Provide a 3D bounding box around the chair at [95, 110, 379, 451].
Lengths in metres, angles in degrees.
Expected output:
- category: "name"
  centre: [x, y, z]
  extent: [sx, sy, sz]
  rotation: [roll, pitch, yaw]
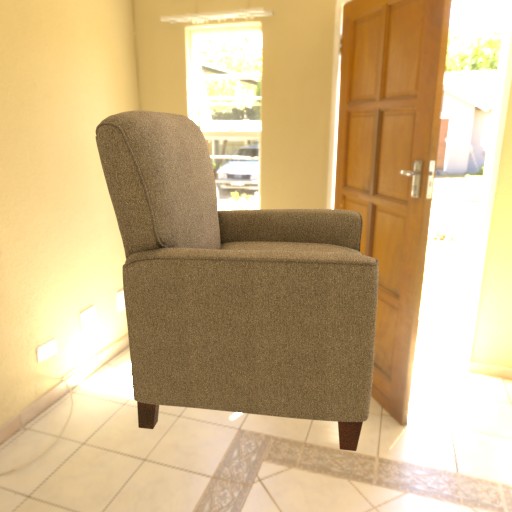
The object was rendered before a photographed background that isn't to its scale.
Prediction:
- category: "chair"
  centre: [0.000, 0.000, 1.654]
  extent: [0.858, 1.028, 0.841]
  rotation: [2, 16, 9]
